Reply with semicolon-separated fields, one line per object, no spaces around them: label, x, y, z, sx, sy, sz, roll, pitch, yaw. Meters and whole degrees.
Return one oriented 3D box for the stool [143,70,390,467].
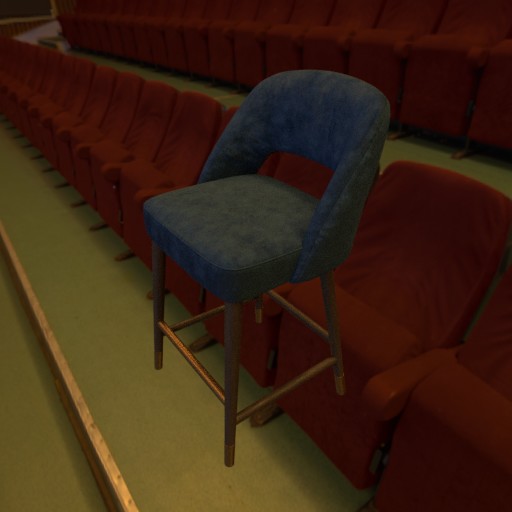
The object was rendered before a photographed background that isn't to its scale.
stool;0.000;0.000;1.243;0.524;0.925;0.536;-20;36;-30
